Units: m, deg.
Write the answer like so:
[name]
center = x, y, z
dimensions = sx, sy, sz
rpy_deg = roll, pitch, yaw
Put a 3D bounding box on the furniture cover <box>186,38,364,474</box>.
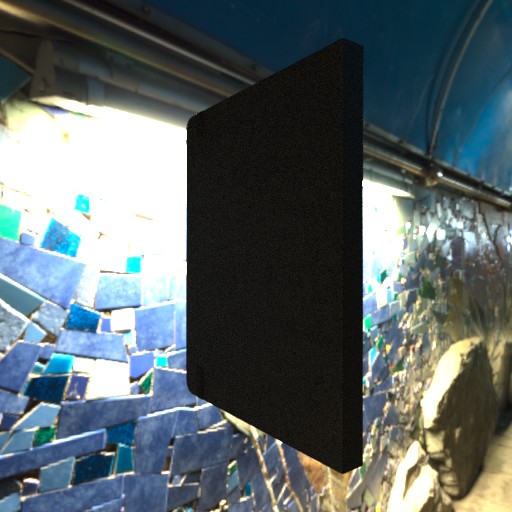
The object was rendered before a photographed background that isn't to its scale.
[furniture cover]
center = 0.000, 0.000, 0.377
dimensions = 0.023, 0.281, 0.216
rpy_deg = 0, 0, -36
